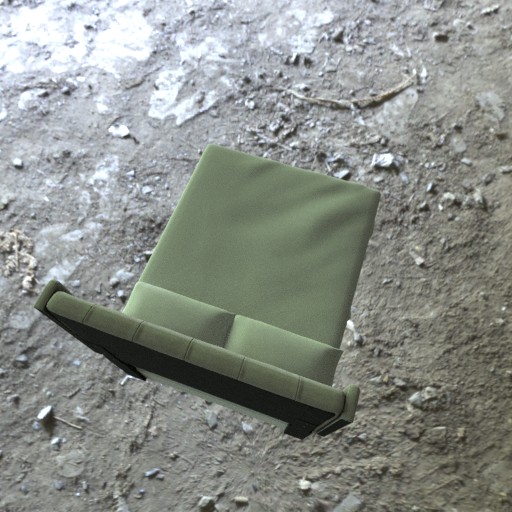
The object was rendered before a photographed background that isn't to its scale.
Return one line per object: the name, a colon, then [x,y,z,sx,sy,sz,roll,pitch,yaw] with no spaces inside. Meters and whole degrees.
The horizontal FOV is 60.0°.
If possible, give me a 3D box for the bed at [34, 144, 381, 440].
bed: [0.000,0.000,3.312,1.719,1.665,2.066,18,65,8]
